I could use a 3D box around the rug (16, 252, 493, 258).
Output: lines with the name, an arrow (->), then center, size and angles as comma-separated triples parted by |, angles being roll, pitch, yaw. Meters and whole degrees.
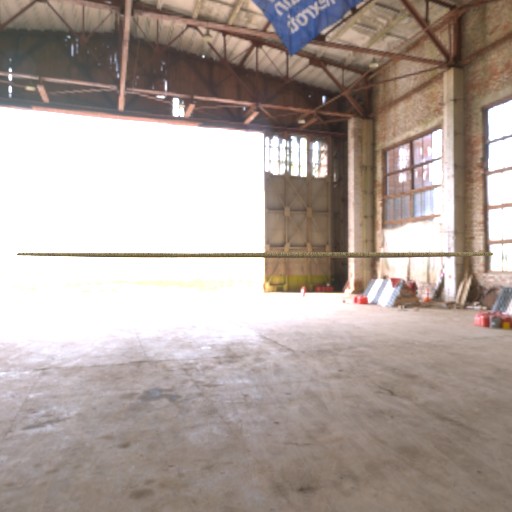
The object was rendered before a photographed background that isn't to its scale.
rug -> 0.000, 0.000, 2.323 | 1.846, 0.014, 1.243 | 0, -1, 1
